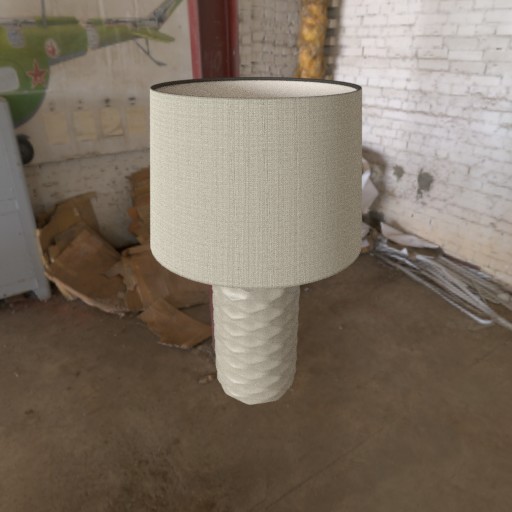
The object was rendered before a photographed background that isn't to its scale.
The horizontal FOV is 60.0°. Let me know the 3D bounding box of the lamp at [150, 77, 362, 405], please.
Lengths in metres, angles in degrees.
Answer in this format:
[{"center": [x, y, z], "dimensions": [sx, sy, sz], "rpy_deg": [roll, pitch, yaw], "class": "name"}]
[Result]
[{"center": [0.000, 0.000, 0.823], "dimensions": [0.376, 0.594, 0.376], "rpy_deg": [0, 26, 0], "class": "lamp"}]
